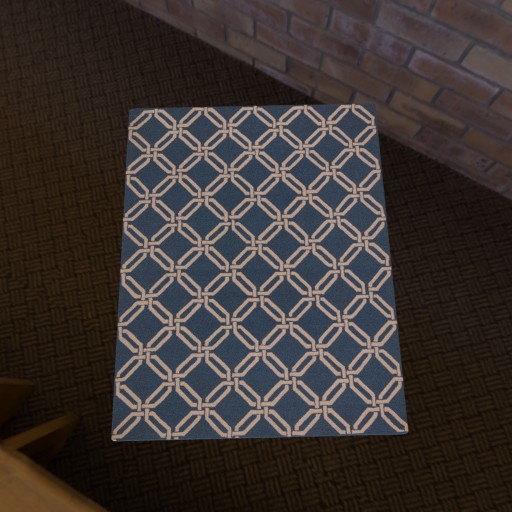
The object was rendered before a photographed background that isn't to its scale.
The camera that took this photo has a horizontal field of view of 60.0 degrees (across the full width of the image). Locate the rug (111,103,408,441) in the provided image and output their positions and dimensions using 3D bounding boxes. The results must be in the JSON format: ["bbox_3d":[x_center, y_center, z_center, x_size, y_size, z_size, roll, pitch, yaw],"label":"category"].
[{"bbox_3d":[0.000,0.000,3.741,2.277,0.020,2.867,-1,76,0],"label":"rug"}]
